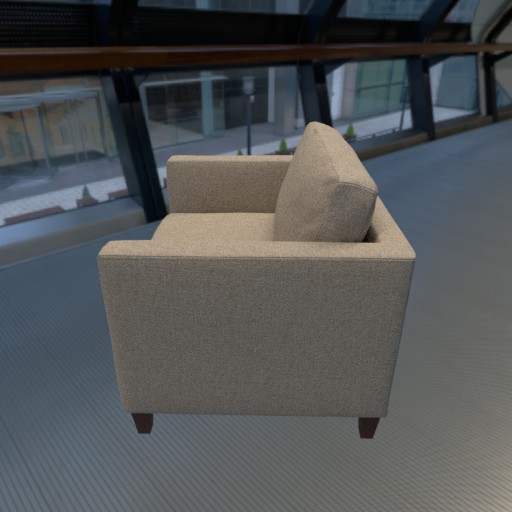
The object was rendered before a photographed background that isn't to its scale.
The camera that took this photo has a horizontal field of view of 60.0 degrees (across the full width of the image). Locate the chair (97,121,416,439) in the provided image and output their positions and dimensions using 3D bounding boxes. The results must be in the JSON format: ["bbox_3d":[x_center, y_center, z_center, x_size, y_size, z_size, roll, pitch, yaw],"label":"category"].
[{"bbox_3d":[0.000,0.000,1.849,0.959,0.961,1.107,1,27,1],"label":"chair"}]
